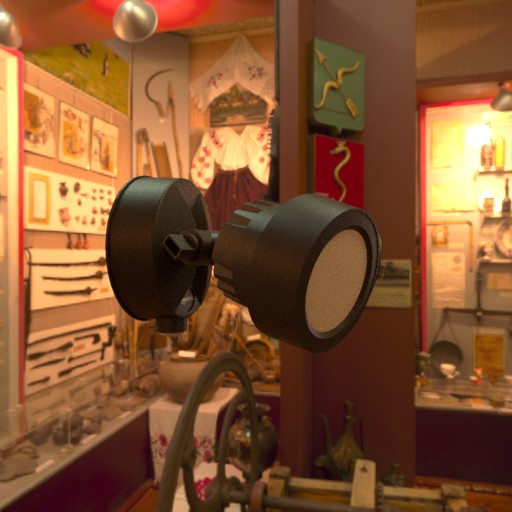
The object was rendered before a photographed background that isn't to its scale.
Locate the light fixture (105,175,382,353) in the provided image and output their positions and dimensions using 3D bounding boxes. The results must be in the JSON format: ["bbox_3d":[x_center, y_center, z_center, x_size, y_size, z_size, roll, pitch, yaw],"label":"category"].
[{"bbox_3d":[0.000,0.000,0.310,0.168,0.120,0.213,0,0,16],"label":"light fixture"}]
